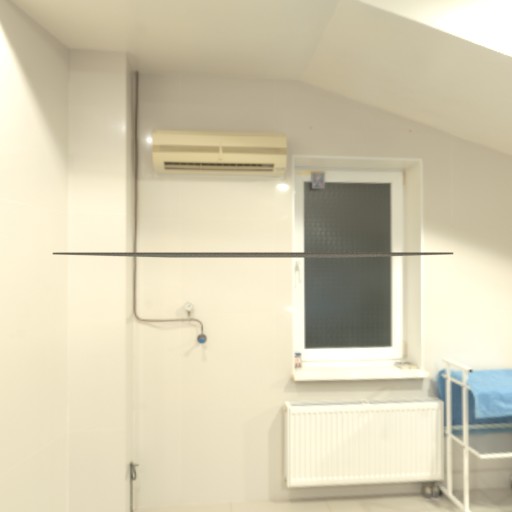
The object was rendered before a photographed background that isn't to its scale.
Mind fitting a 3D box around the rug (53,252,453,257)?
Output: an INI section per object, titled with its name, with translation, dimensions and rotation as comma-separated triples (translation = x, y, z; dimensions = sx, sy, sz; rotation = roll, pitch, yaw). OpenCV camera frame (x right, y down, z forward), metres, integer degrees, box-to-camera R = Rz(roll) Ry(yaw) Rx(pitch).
[rug]
translation = 0.000, 0.000, 2.877
dimensions = 1.600, 0.008, 2.235
rotation = 0, -1, 1
